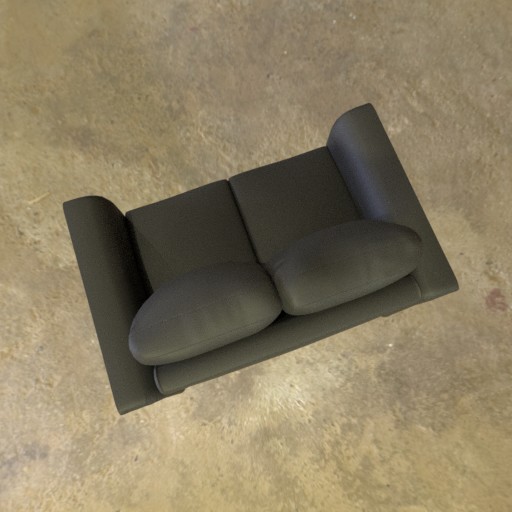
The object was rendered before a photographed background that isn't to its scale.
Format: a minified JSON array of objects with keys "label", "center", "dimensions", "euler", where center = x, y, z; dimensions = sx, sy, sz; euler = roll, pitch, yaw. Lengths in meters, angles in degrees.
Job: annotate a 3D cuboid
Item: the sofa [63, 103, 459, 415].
[{"label":"sofa","center":[0.000,0.000,1.957],"dimensions":[1.386,0.845,0.887],"euler":[-19,77,-5]}]
